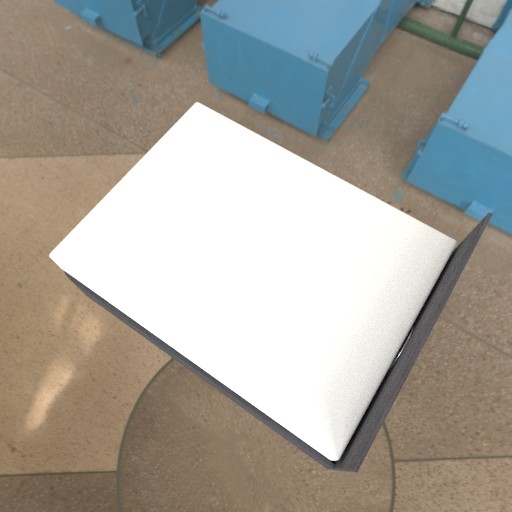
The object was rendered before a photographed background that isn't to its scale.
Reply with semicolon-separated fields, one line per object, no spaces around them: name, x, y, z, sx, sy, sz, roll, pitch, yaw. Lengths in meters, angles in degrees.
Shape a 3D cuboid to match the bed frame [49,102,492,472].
bed frame;0.000;0.000;2.551;1.900;0.800;1.400;32;69;14
